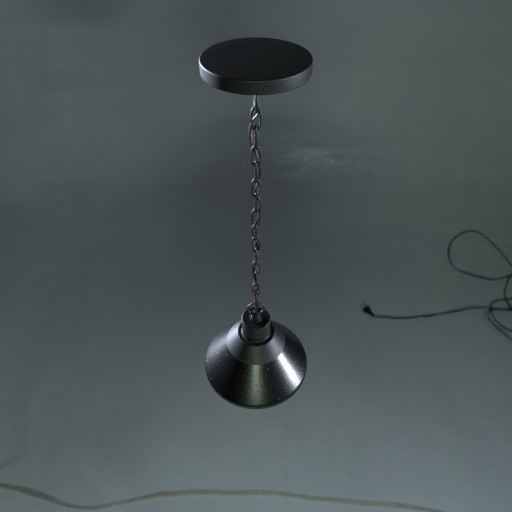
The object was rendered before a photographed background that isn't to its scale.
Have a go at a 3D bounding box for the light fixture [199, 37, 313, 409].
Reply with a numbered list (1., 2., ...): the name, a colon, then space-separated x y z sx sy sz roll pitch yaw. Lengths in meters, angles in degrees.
1. light fixture: 0.000 0.000 0.673 0.201 0.588 0.201 -2 45 -2
